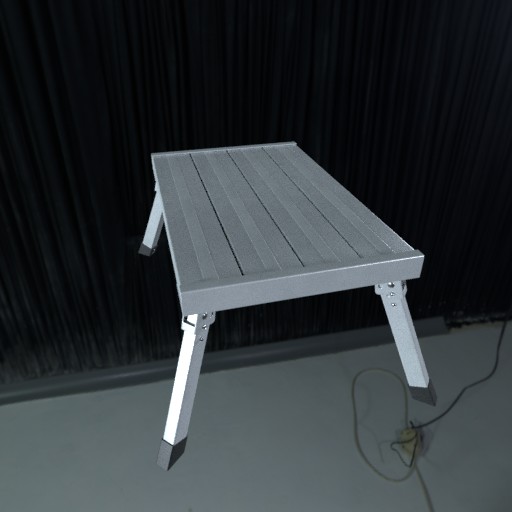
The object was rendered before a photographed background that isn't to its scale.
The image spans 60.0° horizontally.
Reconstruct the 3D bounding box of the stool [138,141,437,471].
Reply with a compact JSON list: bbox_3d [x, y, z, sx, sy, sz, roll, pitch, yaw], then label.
[{"bbox_3d":[0.000,0.000,0.726,0.385,0.225,0.535,-8,32,-13],"label":"stool"}]
